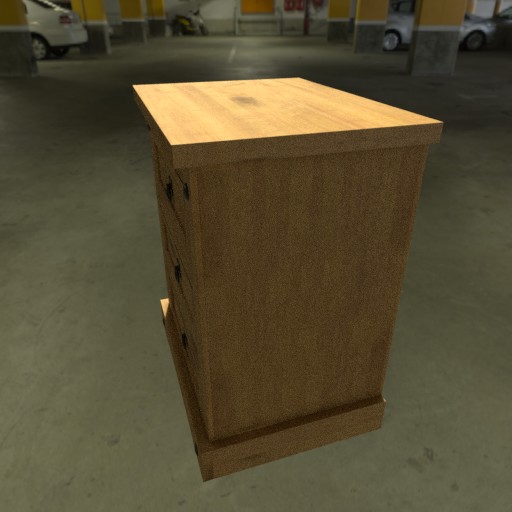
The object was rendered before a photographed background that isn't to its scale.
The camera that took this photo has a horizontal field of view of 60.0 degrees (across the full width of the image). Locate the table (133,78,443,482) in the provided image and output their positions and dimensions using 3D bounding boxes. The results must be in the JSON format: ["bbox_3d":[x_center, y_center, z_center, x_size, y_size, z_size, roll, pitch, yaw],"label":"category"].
[{"bbox_3d":[0.000,0.000,1.208,0.500,0.813,0.660,-9,30,-16],"label":"table"}]
